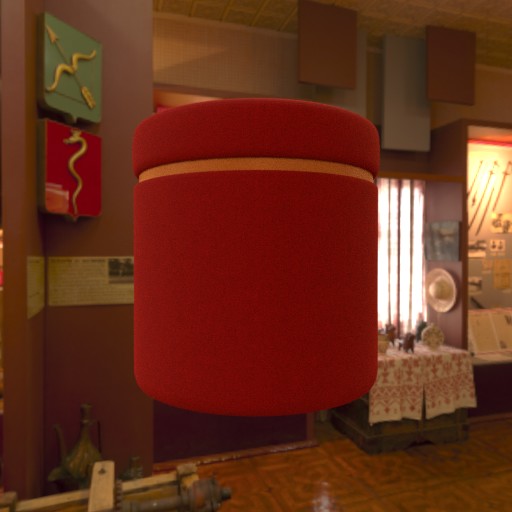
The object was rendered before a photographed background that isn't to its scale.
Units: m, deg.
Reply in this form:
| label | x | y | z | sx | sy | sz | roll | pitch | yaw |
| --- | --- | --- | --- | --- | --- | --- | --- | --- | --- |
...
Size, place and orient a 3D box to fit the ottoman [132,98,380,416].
| label | x | y | z | sx | sy | sz | roll | pitch | yaw |
| --- | --- | --- | --- | --- | --- | --- | --- | --- | --- |
| ottoman | 0.000 | 0.000 | 0.745 | 0.400 | 0.406 | 0.400 | 0 | 0 | 0 |
